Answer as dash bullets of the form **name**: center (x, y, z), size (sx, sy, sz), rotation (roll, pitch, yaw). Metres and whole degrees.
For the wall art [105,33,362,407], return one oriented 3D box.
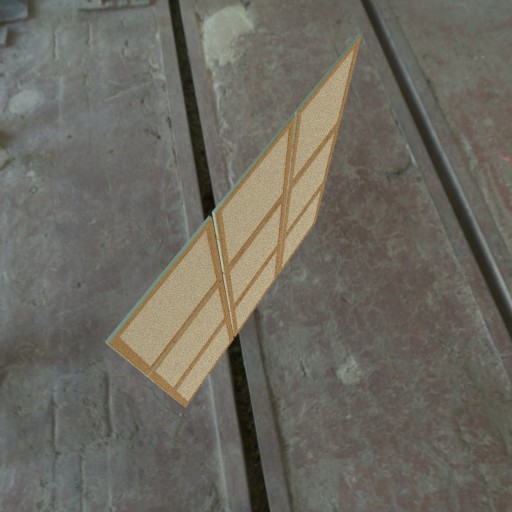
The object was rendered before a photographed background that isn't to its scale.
- **wall art**: center (0.000, 0.000, 2.207), size (0.013, 1.523, 1.517), rotation (31, 69, 14)
